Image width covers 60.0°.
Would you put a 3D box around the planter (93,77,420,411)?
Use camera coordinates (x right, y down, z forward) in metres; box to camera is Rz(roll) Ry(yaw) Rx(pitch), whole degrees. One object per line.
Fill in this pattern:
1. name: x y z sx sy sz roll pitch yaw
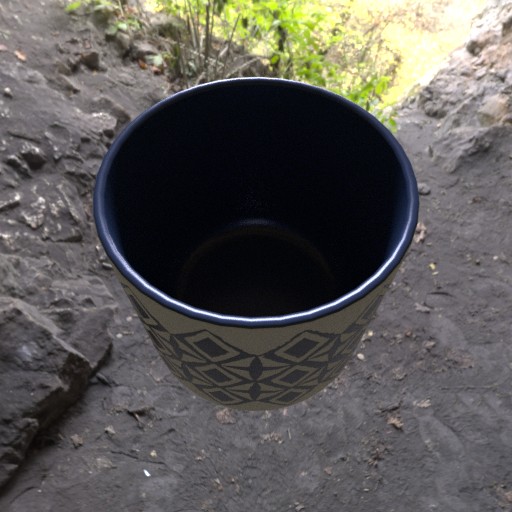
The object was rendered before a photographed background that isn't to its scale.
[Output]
1. planter: 0.000 0.000 0.317 0.182 0.165 0.182 0 58 0
